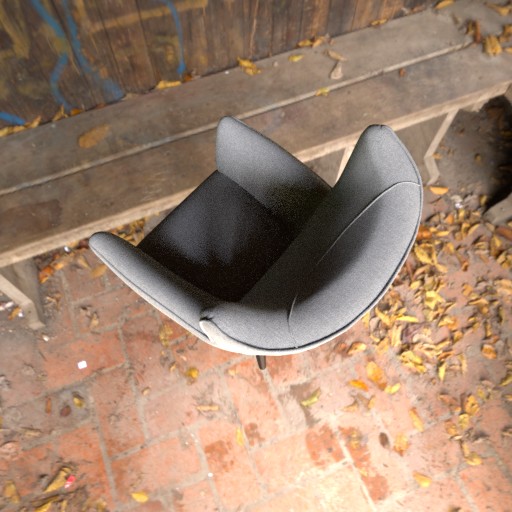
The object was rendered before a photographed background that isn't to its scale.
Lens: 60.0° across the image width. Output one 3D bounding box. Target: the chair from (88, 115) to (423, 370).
[{"bbox_3d":[0.000,0.000,1.606,0.888,0.933,0.781,36,69,16],"label":"chair"}]
